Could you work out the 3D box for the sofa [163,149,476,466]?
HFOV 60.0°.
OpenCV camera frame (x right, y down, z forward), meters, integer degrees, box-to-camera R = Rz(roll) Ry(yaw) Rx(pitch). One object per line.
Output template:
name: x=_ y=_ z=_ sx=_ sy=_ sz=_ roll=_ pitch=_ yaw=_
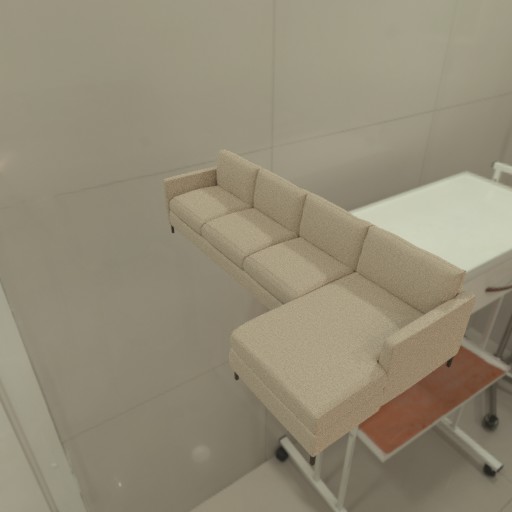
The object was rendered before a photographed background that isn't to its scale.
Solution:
sofa: x=0.000 y=0.000 z=3.274 sx=1.258 sy=0.755 sz=2.731 roll=-20 pitch=37 yaw=-29
